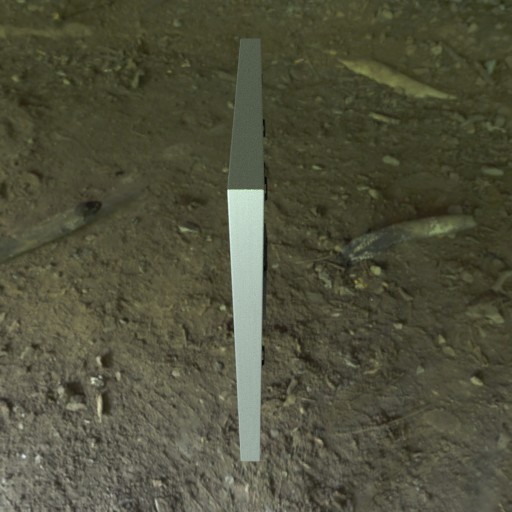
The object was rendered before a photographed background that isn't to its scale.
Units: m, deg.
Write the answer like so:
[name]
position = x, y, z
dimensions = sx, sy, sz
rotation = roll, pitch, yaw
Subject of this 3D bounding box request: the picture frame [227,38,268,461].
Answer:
[picture frame]
position = 0.000, 0.000, 0.517
dimensions = 0.036, 0.386, 0.307
rotation = 0, 42, 0
